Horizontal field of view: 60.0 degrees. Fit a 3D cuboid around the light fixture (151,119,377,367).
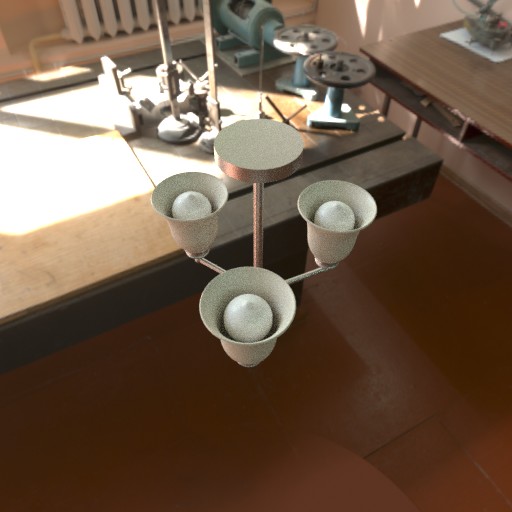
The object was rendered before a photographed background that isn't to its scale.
[{"bbox_3d":[0.000,0.000,0.705,0.388,0.370,0.354,4,48,4],"label":"light fixture"}]
